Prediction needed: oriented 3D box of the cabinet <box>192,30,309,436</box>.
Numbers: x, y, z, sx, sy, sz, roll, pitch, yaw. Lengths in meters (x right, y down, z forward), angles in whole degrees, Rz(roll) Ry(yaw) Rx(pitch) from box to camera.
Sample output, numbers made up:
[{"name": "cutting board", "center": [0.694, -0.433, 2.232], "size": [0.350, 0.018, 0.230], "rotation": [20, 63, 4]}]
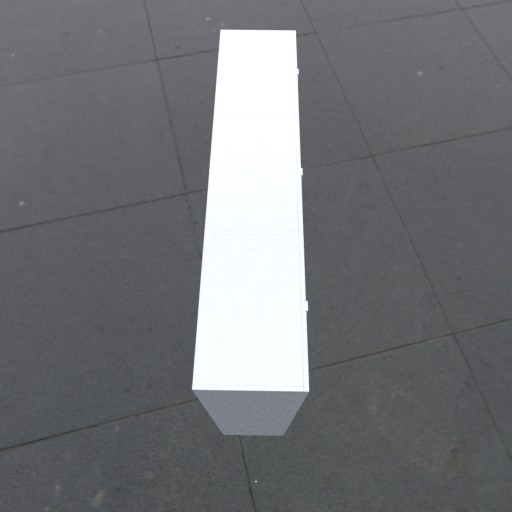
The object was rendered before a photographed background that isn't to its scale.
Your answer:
[{"name": "cabinet", "center": [0.000, 0.000, 3.860], "size": [0.590, 2.370, 2.700], "rotation": [1, 63, 0]}]
